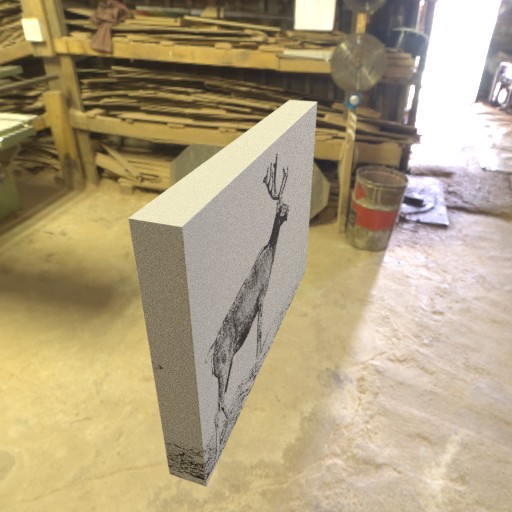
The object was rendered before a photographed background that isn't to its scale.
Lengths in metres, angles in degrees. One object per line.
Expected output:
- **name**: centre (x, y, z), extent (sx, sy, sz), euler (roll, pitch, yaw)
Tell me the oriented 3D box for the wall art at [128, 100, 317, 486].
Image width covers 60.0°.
- **wall art**: centre (0.000, 0.000, 0.490), extent (0.038, 0.259, 0.381), euler (10, 32, 16)
